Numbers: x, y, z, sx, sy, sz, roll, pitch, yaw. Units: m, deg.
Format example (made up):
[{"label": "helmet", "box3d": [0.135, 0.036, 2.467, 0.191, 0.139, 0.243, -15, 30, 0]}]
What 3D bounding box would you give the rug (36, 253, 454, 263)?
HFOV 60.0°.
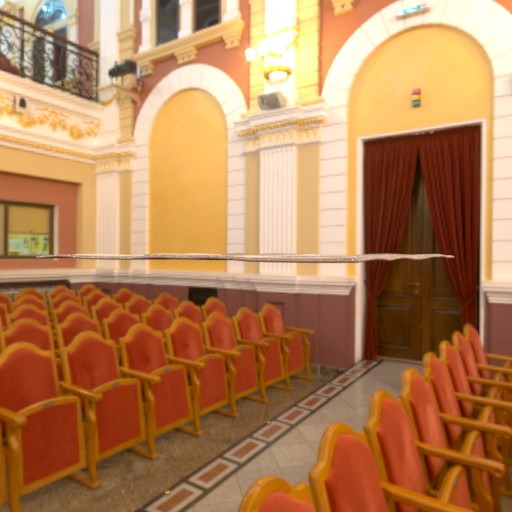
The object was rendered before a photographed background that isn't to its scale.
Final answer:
[{"label": "rug", "box3d": [0.000, 0.000, 0.881, 0.642, 0.008, 0.551, 0, 1, 34]}]
